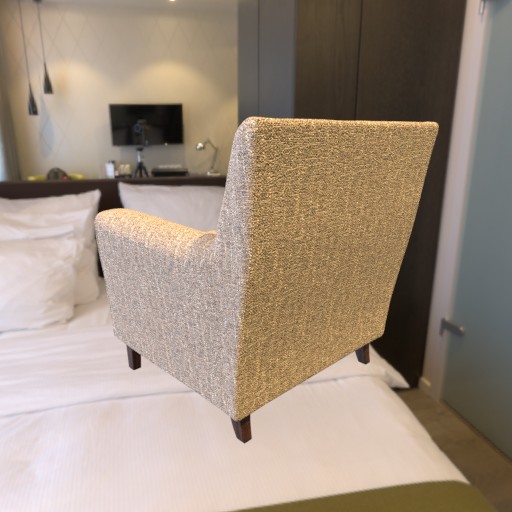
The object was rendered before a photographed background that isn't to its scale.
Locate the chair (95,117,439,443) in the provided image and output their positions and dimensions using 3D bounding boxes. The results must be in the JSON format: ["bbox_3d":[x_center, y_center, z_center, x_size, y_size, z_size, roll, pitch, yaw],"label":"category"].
[{"bbox_3d":[0.000,0.000,1.601,0.864,0.928,0.873,-15,22,-42],"label":"chair"}]
